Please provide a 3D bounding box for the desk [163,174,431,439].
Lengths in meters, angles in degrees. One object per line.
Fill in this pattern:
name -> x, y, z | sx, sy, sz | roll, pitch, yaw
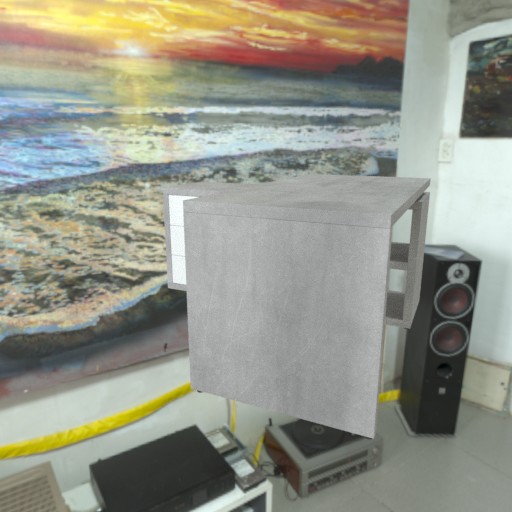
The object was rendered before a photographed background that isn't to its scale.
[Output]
desk -> 0.000, 0.000, 2.258 | 1.500, 0.740, 1.400 | 7, 16, 24
